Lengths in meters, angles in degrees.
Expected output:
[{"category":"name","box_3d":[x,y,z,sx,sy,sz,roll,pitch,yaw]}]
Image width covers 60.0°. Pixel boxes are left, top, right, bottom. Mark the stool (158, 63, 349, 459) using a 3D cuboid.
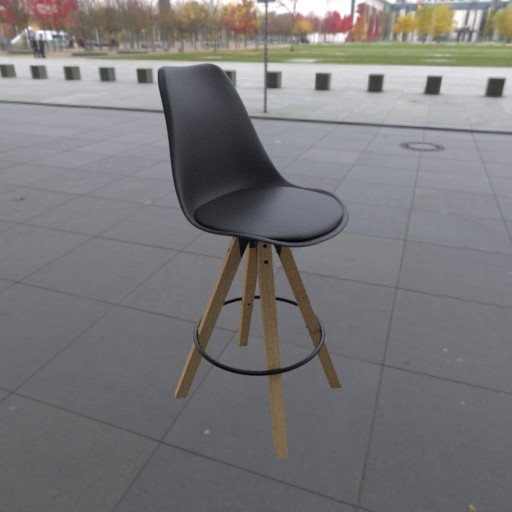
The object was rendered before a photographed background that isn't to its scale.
[{"category":"stool","box_3d":[0.000,0.000,1.422,0.550,1.115,0.485,18,31,31]}]
